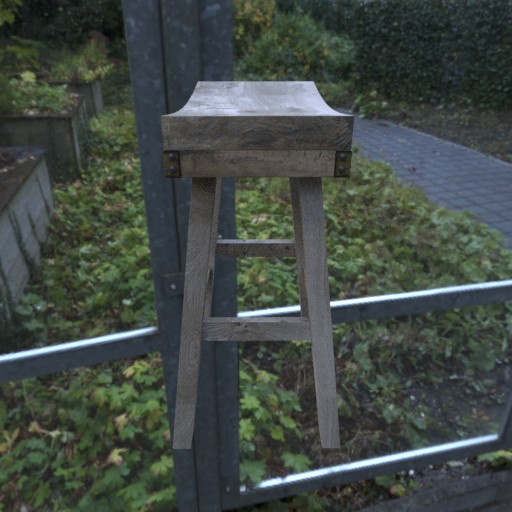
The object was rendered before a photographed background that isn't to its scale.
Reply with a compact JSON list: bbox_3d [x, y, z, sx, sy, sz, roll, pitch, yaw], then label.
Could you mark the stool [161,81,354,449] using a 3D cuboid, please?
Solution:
[{"bbox_3d":[0.000,0.000,0.919,0.330,0.635,0.450,0,27,0],"label":"stool"}]
